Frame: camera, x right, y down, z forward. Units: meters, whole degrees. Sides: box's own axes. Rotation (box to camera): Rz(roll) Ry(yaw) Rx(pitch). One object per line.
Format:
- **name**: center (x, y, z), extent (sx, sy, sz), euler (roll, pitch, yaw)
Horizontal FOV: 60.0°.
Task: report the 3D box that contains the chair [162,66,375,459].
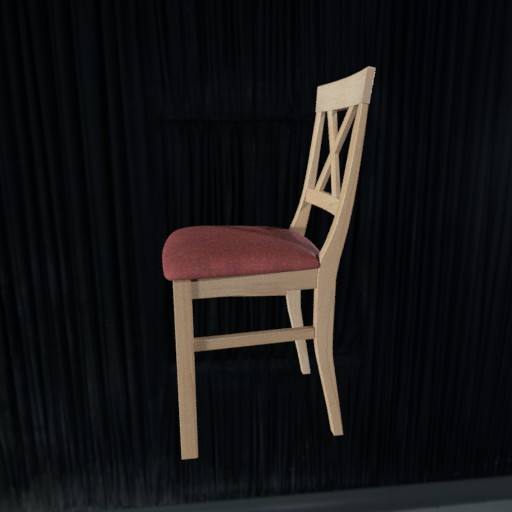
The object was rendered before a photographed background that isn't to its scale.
- **chair**: center (0.000, 0.000, 1.200), extent (0.492, 0.912, 0.439), euler (-2, 15, -8)
